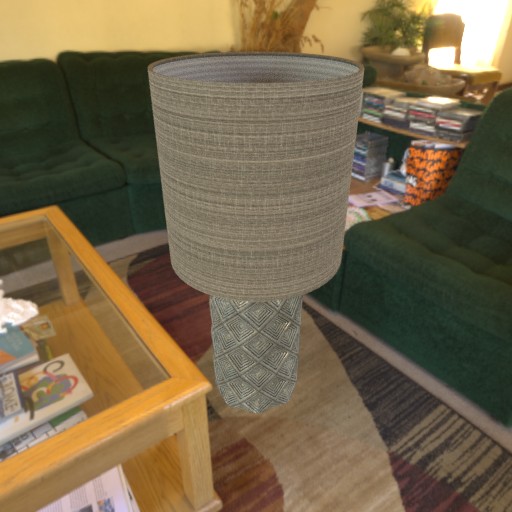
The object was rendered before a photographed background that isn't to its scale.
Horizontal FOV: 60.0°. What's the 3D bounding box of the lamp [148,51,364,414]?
[{"bbox_3d":[0.000,0.000,0.707,0.269,0.566,0.268,20,36,30],"label":"lamp"}]
